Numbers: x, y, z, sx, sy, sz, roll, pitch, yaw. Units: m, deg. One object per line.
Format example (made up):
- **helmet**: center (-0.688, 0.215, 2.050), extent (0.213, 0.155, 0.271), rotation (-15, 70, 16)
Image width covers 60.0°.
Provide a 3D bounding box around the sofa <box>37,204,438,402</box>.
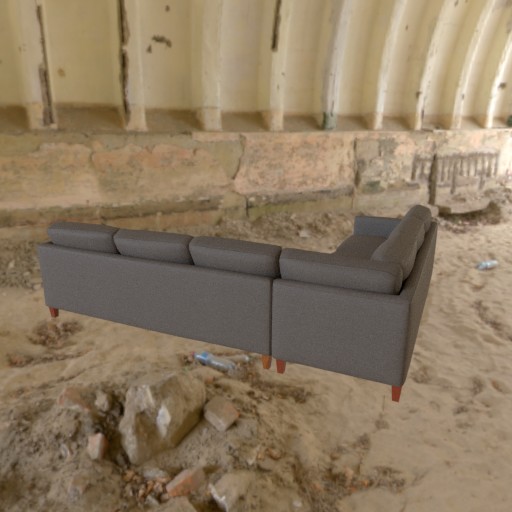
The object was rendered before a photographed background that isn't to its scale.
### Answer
- **sofa**: center (0.000, 0.000, 4.535), extent (3.302, 0.947, 2.593), rotation (8, 18, 24)
